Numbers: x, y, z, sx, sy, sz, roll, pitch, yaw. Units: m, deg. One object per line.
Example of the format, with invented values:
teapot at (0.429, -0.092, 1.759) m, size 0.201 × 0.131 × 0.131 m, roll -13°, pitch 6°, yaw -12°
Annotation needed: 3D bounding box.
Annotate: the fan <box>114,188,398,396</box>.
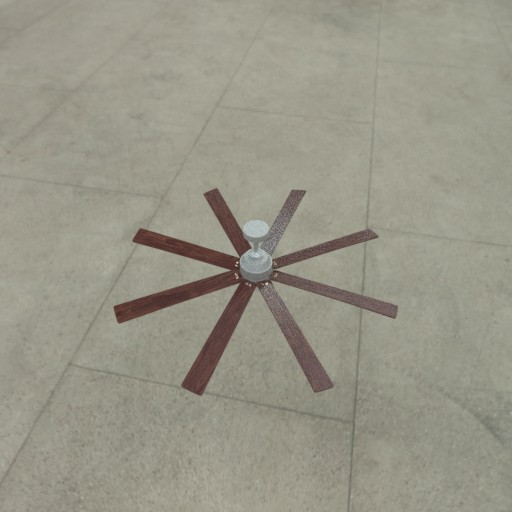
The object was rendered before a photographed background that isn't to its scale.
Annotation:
fan at (0.000, 0.000, 2.805) m, size 1.830 × 0.472 × 1.830 m, roll -17°, pitch 48°, yaw -16°
